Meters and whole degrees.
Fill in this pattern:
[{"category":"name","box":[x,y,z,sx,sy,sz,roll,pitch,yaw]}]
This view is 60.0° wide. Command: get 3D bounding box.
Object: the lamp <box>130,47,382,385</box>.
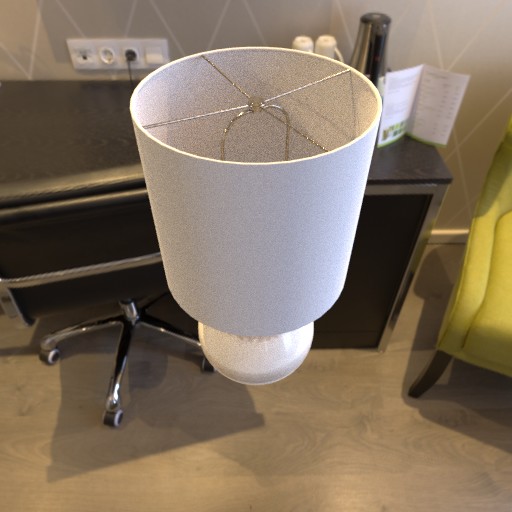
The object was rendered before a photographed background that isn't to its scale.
[{"category":"lamp","box":[0.000,0.000,0.531,0.217,0.404,0.217,-23,50,-21]}]
